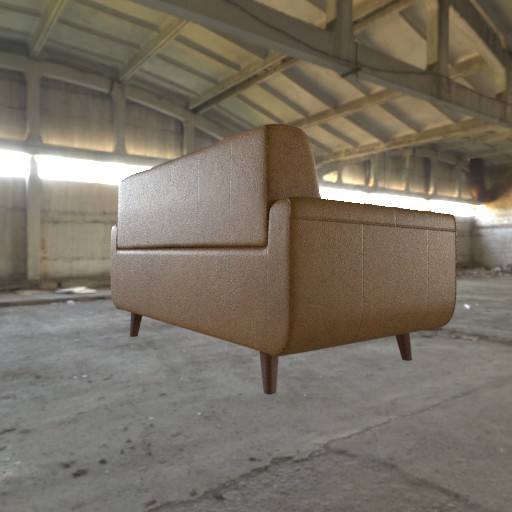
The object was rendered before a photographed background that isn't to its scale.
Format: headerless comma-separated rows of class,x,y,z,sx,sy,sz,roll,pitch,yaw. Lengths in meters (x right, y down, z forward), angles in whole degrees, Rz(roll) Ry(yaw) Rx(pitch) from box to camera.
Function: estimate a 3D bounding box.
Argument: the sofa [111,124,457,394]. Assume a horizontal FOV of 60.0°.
sofa,0.000,0.000,2.263,0.952,0.925,1.651,0,1,-36
